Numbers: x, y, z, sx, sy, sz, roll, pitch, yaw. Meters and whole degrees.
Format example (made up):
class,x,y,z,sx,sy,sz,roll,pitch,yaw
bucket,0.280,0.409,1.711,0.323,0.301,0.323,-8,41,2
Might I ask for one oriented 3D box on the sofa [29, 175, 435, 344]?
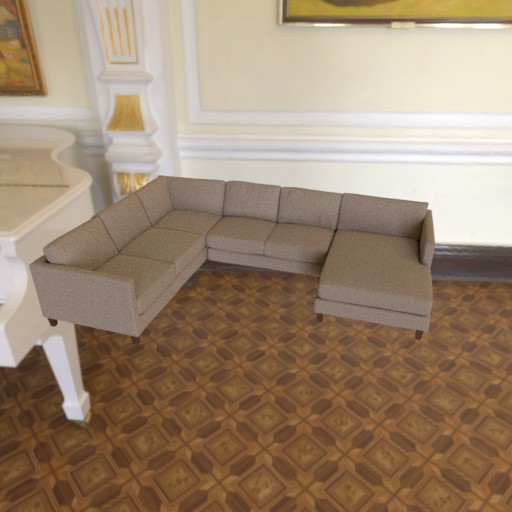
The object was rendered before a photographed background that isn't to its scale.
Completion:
class,x,y,z,sx,sy,sz,roll,pitch,yaw
sofa,0.000,0.000,4.558,3.438,0.865,2.424,8,29,15
